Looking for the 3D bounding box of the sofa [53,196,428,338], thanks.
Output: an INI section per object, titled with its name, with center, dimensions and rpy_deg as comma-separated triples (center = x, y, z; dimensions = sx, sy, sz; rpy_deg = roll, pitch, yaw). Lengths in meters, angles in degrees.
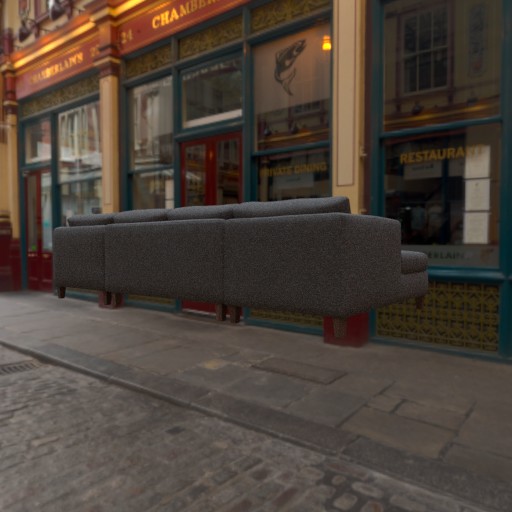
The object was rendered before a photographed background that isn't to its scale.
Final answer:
[sofa]
center = 0.000, 0.000, 4.444
dimensions = 3.238, 0.853, 2.551
rpy_deg = 1, 2, 38
